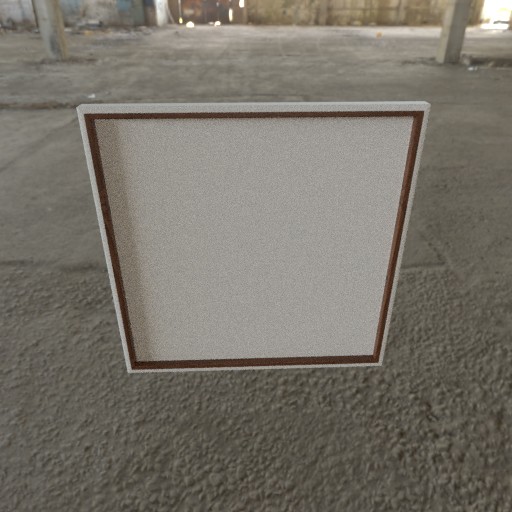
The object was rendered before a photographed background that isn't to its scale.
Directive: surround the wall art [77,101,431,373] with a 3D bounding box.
[{"bbox_3d":[0.000,0.000,1.146,0.757,0.757,0.037,-1,30,-2],"label":"wall art"}]
